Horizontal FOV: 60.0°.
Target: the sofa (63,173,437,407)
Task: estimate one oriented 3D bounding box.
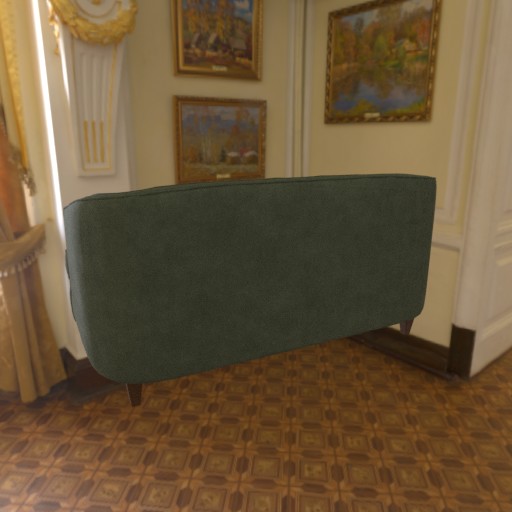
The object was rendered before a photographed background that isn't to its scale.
[{"bbox_3d":[0.000,0.000,2.236,1.733,0.855,0.941,-8,17,-26],"label":"sofa"}]
